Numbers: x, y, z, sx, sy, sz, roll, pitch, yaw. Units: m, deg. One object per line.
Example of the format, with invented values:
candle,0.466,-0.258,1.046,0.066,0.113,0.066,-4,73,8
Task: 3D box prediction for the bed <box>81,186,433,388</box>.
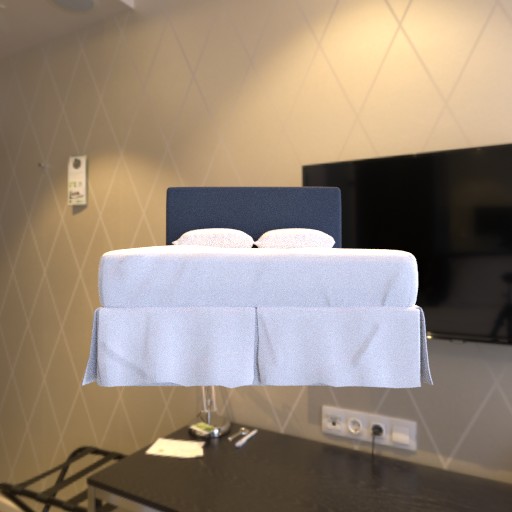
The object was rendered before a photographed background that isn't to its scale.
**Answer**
bed,0.000,0.000,3.193,1.713,1.330,2.162,0,0,0
